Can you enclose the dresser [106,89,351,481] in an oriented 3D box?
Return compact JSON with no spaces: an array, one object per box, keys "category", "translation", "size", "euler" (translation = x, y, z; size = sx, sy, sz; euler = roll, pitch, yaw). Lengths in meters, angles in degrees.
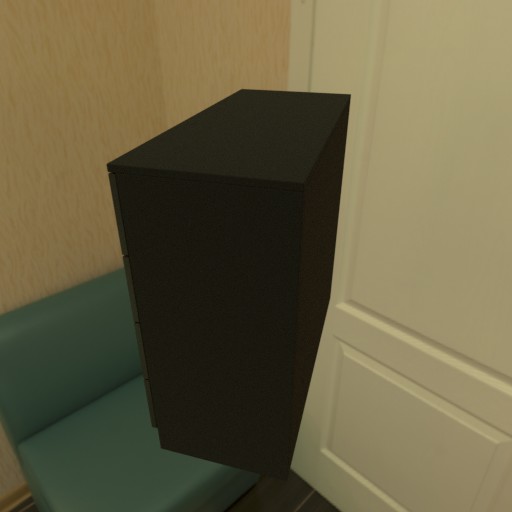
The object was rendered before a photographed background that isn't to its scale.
[{"category":"dresser","translation":[0.000,0.000,1.190],"size":[0.360,0.720,0.750],"euler":[8,31,14]}]
